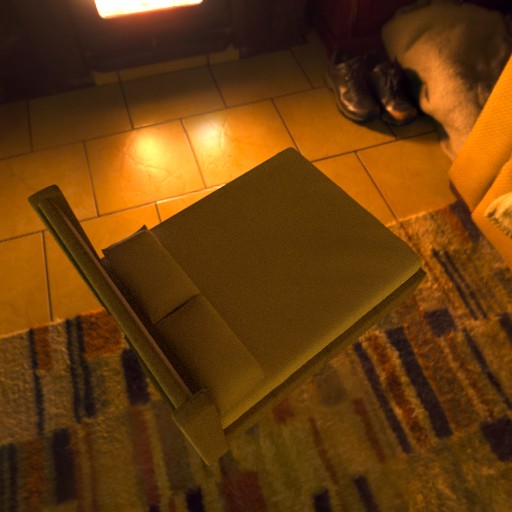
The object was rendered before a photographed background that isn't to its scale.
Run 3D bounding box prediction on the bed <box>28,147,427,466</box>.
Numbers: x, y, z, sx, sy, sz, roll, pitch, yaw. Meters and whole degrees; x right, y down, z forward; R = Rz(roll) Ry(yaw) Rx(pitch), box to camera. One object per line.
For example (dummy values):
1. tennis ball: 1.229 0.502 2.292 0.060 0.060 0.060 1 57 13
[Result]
1. bed: 0.000 0.000 3.345 2.245 1.481 1.714 -34 64 -19
